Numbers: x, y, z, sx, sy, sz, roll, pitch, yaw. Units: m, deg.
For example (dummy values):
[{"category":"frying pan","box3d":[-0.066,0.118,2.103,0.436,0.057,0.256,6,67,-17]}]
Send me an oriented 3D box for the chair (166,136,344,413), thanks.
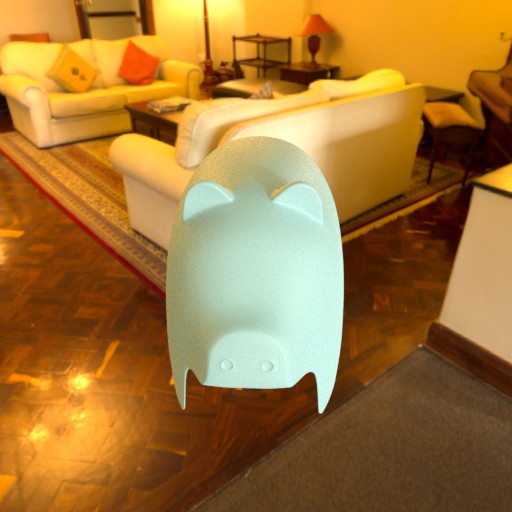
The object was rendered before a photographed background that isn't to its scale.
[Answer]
[{"category":"chair","box3d":[0.000,0.000,0.871,0.364,0.423,0.619,1,31,2]}]
